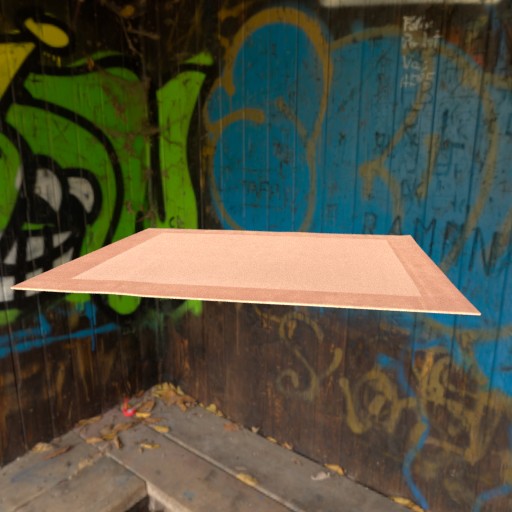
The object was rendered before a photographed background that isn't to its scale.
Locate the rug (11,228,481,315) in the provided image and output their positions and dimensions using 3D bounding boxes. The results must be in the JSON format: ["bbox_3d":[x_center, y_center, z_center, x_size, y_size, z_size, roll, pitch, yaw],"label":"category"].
[{"bbox_3d":[0.000,0.000,3.978,3.057,0.021,2.431,2,14,9],"label":"rug"}]
